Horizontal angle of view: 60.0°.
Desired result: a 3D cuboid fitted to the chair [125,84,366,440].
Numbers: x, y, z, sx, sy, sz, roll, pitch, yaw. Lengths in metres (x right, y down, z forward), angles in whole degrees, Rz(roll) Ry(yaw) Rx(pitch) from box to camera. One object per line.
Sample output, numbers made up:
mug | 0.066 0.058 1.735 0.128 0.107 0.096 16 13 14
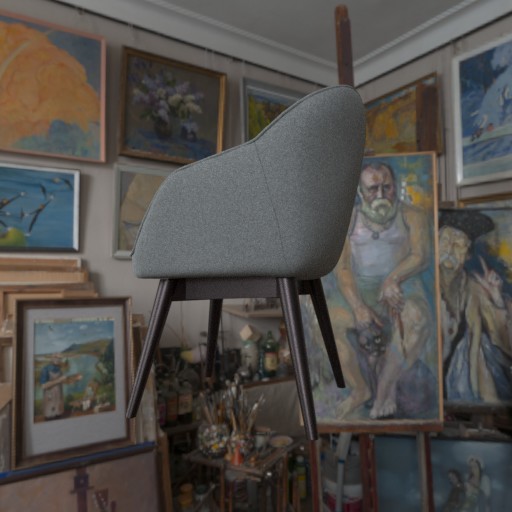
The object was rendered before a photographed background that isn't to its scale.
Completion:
chair | 0.000 0.000 1.255 0.611 0.810 0.589 -1 -3 19
